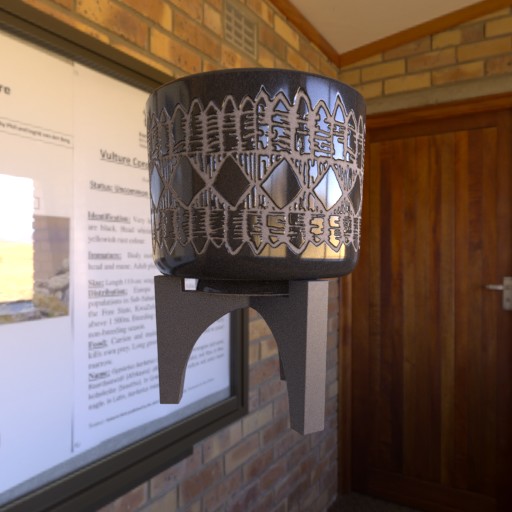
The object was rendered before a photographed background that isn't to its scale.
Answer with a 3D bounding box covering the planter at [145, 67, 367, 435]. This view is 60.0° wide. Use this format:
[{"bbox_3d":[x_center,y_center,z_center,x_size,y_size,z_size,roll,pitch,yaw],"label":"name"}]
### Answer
[{"bbox_3d":[0.000,0.000,0.405,0.196,0.264,0.196,0,0,0],"label":"planter"}]
